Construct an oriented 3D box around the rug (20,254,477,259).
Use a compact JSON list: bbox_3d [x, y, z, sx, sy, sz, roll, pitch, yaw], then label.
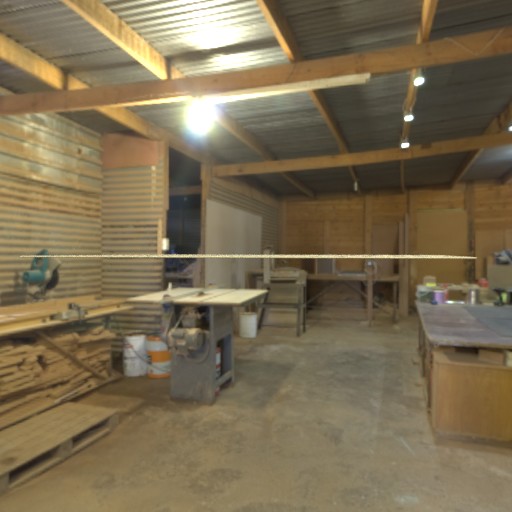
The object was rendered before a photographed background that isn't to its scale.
[{"bbox_3d":[0.000,0.000,2.963,2.438,0.008,1.523,0,1,17],"label":"rug"}]
